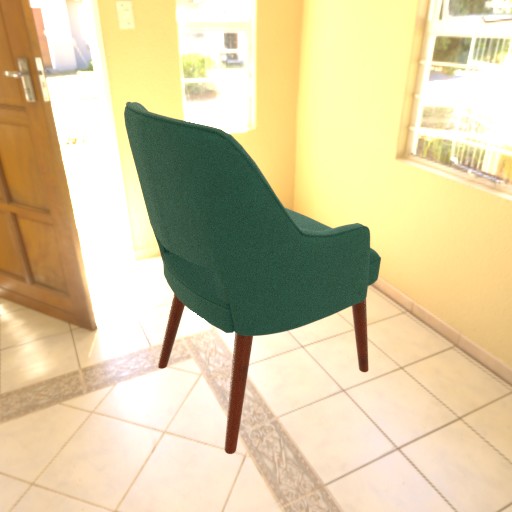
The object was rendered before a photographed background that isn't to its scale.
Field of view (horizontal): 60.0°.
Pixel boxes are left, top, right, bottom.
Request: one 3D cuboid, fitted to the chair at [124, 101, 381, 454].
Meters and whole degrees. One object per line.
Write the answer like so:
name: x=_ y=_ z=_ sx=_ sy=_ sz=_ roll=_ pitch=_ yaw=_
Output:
chair: x=0.000 y=0.000 z=1.255 sx=0.605 sy=0.849 sz=0.548 roll=-19 pitch=33 yaw=-32
